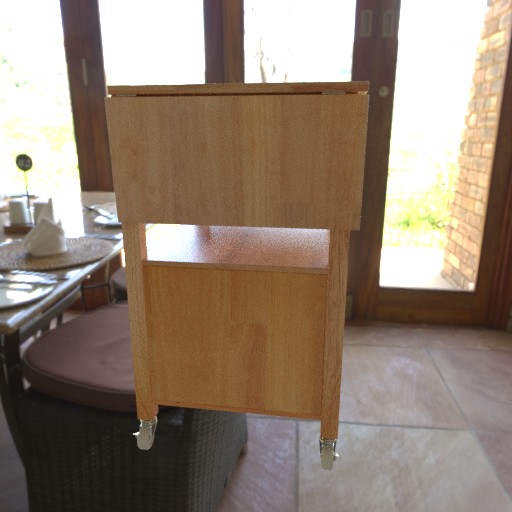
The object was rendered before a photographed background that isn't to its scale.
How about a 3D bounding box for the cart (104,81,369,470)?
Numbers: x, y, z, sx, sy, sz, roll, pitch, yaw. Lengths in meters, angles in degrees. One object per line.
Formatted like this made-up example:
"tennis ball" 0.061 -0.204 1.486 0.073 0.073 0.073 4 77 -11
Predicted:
"cart" 0.000 0.000 1.228 0.508 0.838 0.640 2 16 9
